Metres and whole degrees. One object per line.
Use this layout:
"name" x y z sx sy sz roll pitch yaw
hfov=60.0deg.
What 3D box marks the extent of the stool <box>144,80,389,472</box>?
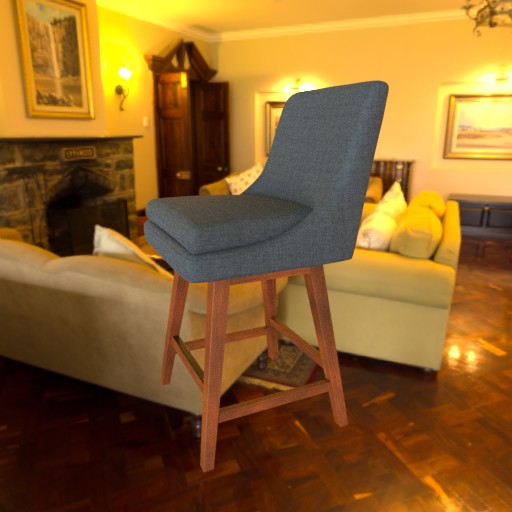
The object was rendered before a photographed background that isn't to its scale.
"stool" 0.000 0.000 1.222 0.524 0.895 0.467 -7 17 -24
